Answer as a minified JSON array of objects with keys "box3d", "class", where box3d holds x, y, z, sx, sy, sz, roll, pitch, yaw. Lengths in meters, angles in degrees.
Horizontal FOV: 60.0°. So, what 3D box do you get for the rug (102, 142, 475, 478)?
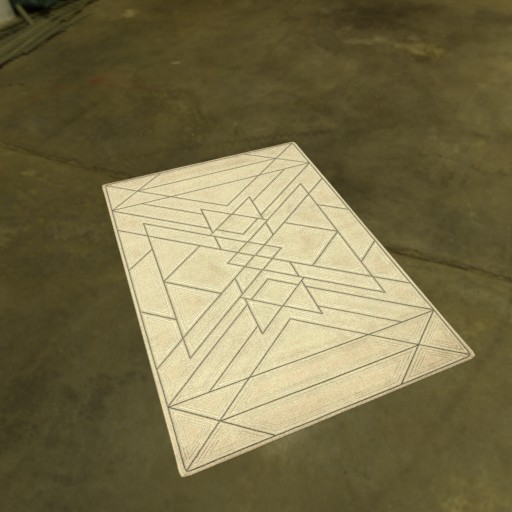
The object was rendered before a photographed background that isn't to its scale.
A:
[{"box3d":[0.000,0.000,4.297,2.436,0.026,3.381,-16,49,-15],"class":"rug"}]
